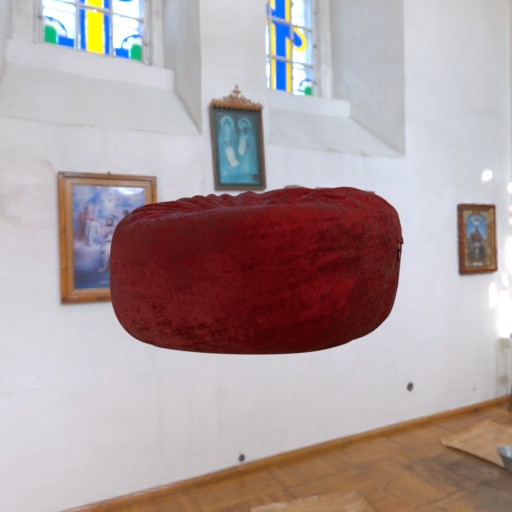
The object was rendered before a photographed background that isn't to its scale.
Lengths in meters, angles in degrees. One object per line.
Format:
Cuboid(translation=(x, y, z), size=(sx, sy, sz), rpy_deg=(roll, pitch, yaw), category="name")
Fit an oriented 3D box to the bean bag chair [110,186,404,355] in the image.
Cuboid(translation=(0.000, 0.000, 2.402), size=(1.524, 0.878, 1.524), rpy_deg=(0, 0, 17), category="bean bag chair")
